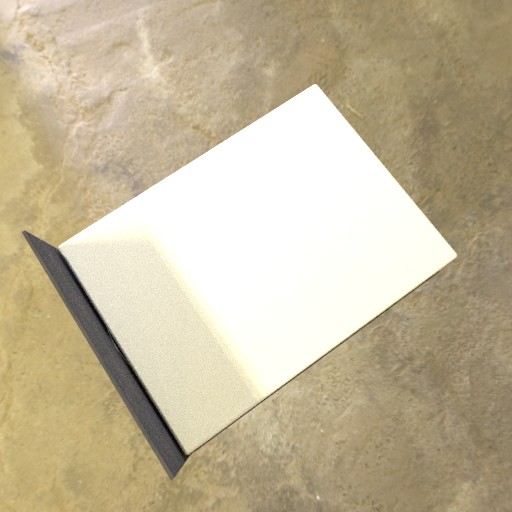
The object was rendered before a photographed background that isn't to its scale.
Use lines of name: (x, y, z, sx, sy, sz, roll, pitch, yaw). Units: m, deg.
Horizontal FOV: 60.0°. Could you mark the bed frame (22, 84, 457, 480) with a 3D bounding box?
bed frame: (0.000, 0.000, 2.613, 1.900, 0.800, 1.400, -34, 79, -8)
